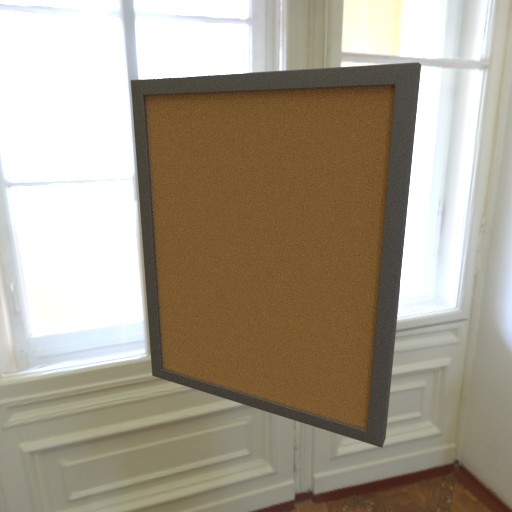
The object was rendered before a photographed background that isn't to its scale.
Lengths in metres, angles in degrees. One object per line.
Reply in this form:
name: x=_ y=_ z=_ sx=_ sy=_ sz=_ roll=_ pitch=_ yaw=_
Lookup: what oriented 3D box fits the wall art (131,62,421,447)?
wall art: x=0.000 y=0.000 z=0.728 sx=0.458 sy=0.558 sz=0.029 roll=8 pitch=18 yaw=26
